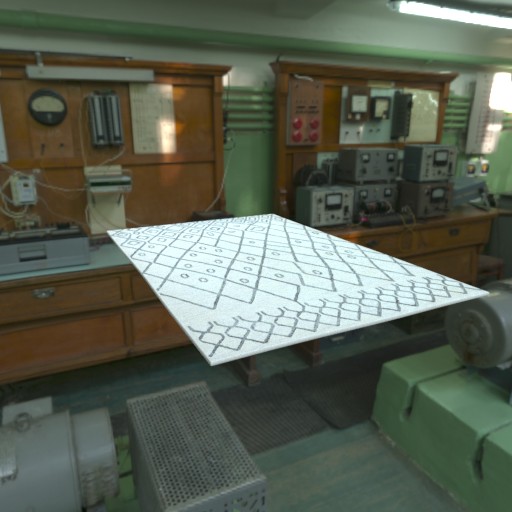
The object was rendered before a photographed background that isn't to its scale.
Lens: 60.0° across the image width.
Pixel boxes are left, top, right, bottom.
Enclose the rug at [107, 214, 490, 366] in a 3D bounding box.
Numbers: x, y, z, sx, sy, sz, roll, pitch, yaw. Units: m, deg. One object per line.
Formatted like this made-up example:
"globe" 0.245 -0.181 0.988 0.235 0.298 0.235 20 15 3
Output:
"rug" 0.000 0.000 2.324 1.222 0.015 1.828 -8 19 -26
